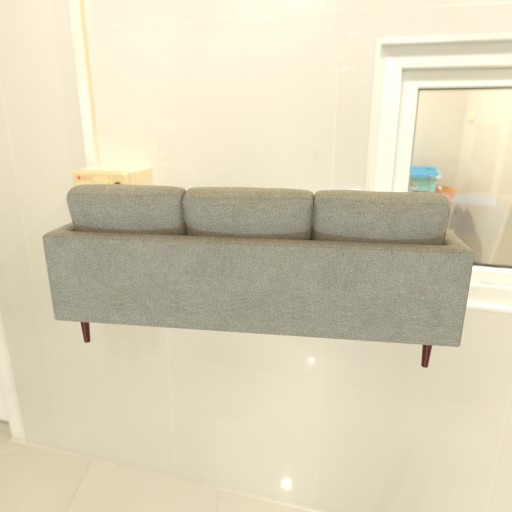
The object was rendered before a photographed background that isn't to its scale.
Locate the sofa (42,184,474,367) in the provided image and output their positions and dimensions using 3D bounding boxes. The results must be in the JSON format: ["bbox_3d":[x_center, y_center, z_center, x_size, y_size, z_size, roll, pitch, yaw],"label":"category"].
[{"bbox_3d":[0.000,0.000,2.721,2.246,0.930,0.903,2,18,8],"label":"sofa"}]
